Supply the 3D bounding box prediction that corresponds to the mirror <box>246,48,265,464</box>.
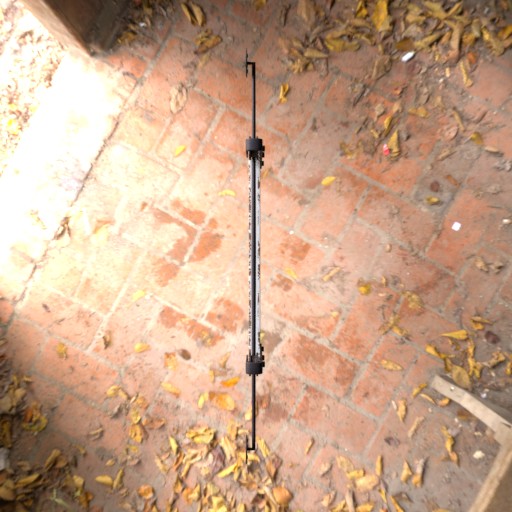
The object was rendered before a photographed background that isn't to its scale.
[{"bbox_3d":[0.000,0.000,1.234,0.037,0.844,0.808,0,90,0],"label":"mirror"}]
